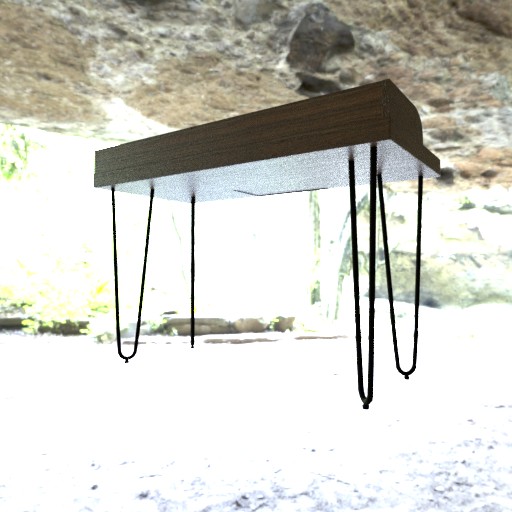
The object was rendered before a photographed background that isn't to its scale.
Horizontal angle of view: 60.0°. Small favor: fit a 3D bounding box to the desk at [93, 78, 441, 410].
[{"bbox_3d":[0.000,0.000,1.660,1.200,0.854,0.565,-1,-2,35],"label":"desk"}]
